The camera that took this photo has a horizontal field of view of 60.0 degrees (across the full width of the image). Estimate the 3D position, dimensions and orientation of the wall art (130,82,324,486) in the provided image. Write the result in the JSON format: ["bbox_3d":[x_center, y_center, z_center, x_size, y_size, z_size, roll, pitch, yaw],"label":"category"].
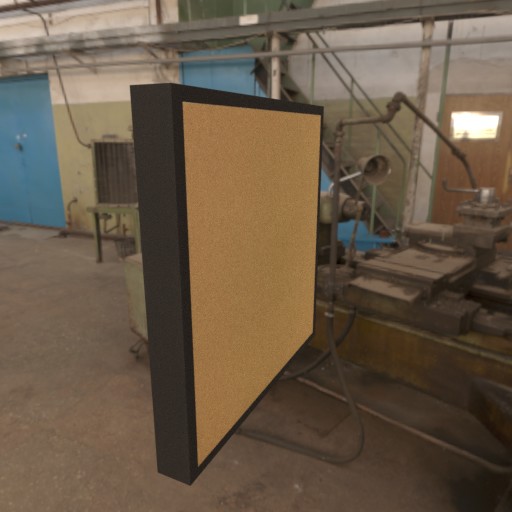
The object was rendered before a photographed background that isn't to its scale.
[{"bbox_3d":[0.000,0.000,0.455,0.033,0.304,0.305,8,17,25],"label":"wall art"}]
